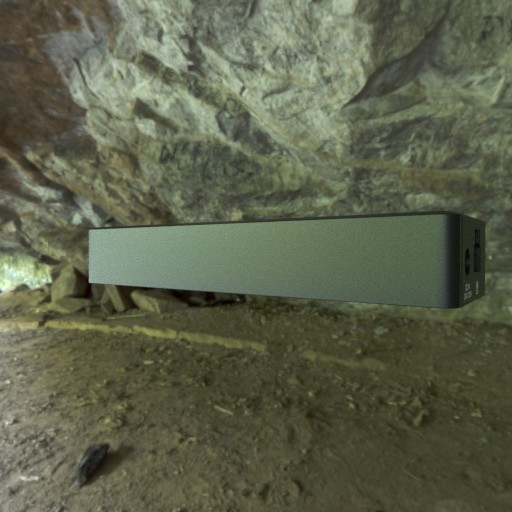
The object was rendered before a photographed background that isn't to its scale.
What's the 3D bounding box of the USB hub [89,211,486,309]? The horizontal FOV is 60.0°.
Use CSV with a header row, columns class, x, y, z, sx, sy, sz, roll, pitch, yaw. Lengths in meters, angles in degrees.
class,x,y,z,sx,sy,sz,roll,pitch,yaw
USB hub,0.000,0.000,0.161,0.145,0.023,0.044,1,1,35
